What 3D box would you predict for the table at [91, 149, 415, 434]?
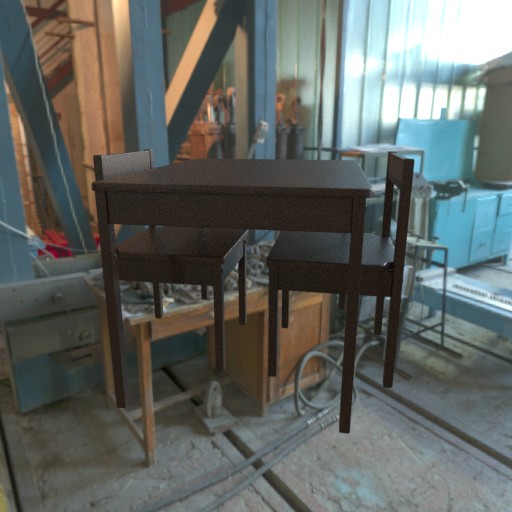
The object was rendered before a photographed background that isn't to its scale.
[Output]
[{"bbox_3d":[0.000,0.000,1.111,0.672,0.503,0.650,3,16,10],"label":"table"}]
